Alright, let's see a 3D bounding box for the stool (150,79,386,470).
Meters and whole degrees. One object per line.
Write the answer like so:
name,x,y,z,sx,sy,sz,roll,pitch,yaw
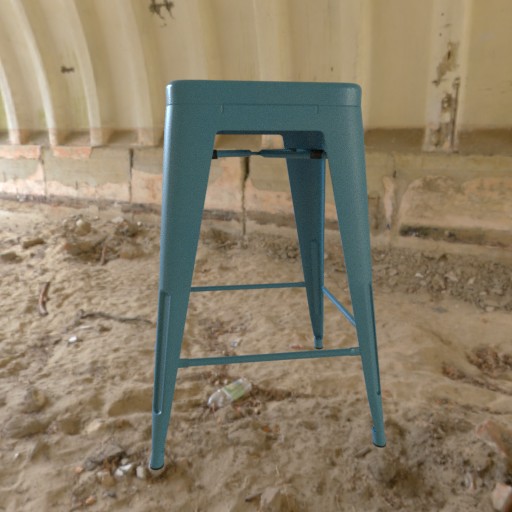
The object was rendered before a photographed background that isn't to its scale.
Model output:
stool,0.000,0.000,0.871,0.410,0.608,0.410,-2,14,-8
